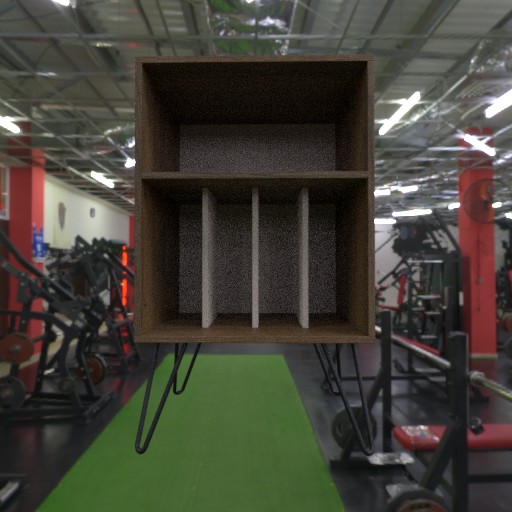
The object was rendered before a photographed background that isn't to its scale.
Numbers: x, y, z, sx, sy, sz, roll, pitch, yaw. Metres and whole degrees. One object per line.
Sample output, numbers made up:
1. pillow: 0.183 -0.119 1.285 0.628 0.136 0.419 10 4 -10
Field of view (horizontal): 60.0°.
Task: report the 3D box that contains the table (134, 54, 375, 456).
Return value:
1. table: 0.000 0.000 1.180 0.526 0.866 0.457 0 -1 1
